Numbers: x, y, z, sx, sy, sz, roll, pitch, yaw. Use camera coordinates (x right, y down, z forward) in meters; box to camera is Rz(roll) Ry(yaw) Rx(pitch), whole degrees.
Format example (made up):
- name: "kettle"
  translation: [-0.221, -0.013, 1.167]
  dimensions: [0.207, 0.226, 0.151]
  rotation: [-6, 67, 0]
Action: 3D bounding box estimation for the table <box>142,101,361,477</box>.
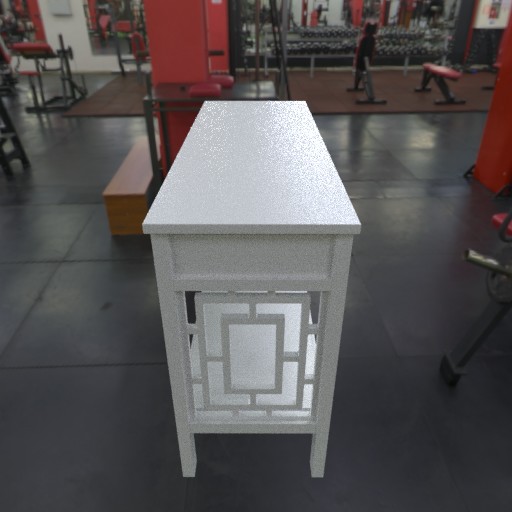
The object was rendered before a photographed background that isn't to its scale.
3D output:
- name: "table"
  translation: [0.000, 0.000, 1.429]
  dimensions: [0.397, 0.753, 1.068]
  rotation: [0, 30, 0]
